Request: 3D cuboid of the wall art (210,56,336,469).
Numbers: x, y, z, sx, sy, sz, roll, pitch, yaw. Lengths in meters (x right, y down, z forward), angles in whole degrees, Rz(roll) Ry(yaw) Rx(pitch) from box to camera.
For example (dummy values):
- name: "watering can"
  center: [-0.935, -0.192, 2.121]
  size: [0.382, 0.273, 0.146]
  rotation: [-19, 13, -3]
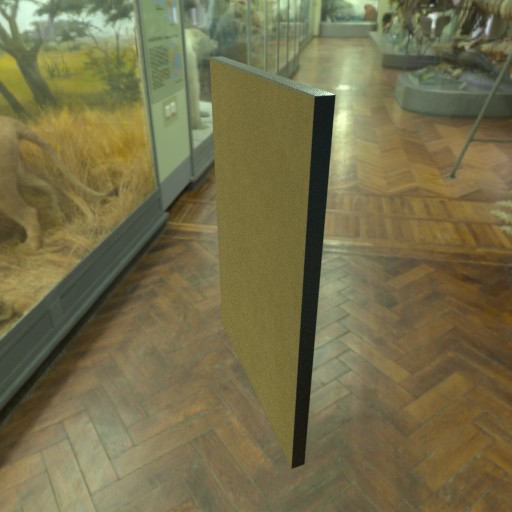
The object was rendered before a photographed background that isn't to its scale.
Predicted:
- name: "wall art"
  center: [0.000, 0.000, 0.586]
  size: [0.019, 0.455, 0.314]
  rotation: [-10, 31, -17]
